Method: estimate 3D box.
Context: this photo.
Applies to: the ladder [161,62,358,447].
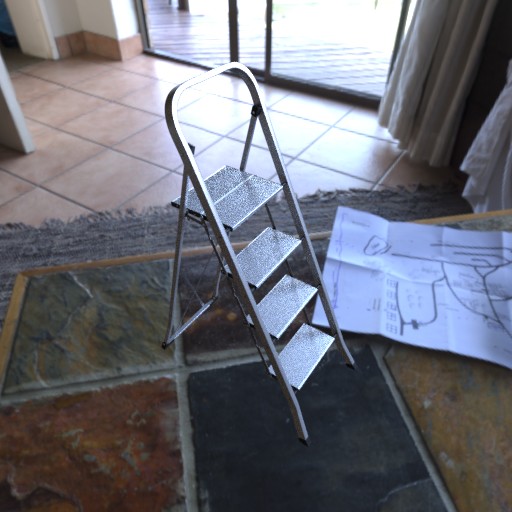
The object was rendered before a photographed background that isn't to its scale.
[{"bbox_3d":[0.000,0.000,1.676,0.830,1.290,0.465,24,46,25],"label":"ladder"}]
